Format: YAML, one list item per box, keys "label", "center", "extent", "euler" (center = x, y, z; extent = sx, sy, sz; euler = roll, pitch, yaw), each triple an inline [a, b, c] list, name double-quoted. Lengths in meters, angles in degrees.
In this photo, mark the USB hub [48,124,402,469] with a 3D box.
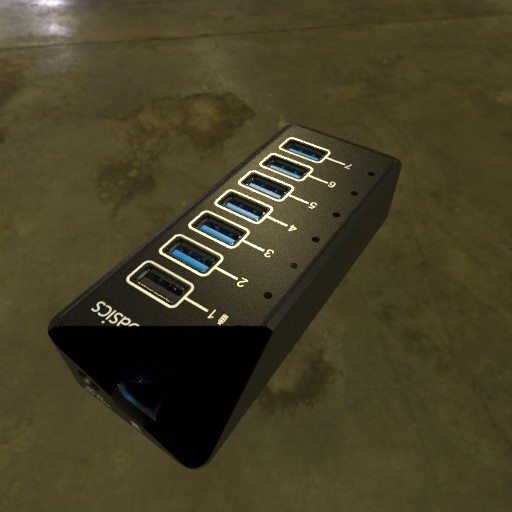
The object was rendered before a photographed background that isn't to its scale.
- label: "USB hub"
  center: [0.000, 0.000, 0.130]
  extent: [0.044, 0.023, 0.110]
  euler: [27, 52, 23]
